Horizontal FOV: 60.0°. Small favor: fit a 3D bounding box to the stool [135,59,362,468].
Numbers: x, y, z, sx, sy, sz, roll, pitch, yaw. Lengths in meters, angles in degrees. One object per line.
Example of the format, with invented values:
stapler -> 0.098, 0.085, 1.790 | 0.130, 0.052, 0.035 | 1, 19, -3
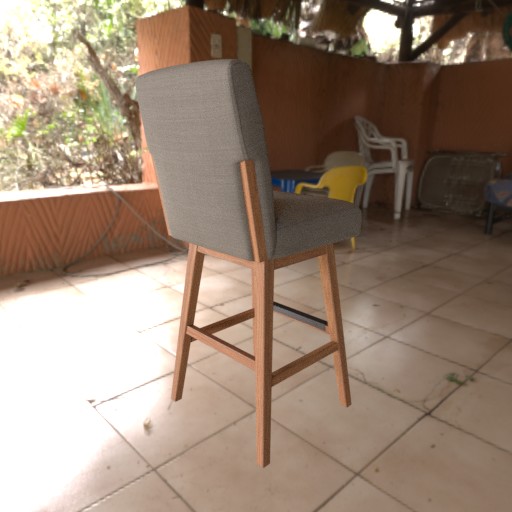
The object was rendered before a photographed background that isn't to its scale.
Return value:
stool -> 0.000, 0.000, 1.441 | 0.570, 1.112, 0.483 | -15, 22, -42
